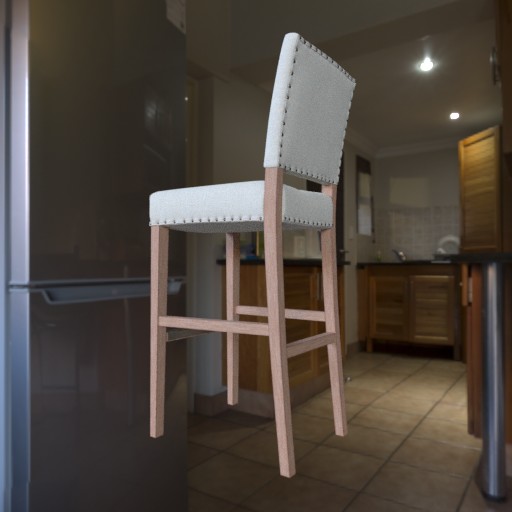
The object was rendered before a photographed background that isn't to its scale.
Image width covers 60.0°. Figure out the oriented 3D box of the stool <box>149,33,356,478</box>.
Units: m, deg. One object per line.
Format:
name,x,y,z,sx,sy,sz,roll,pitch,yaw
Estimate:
stool,0.000,0.000,1.421,0.546,1.143,0.428,0,0,36
